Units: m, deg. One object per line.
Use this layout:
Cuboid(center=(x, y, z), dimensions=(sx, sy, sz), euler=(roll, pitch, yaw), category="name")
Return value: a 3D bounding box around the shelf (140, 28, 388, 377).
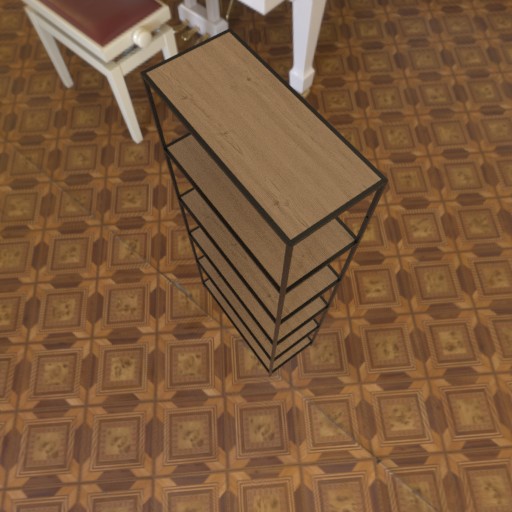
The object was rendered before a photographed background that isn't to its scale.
Cuboid(center=(0.000, 0.000, 2.155), dimensions=(0.350, 1.850, 0.770), euler=(-34, 69, -15), category="shelf")
